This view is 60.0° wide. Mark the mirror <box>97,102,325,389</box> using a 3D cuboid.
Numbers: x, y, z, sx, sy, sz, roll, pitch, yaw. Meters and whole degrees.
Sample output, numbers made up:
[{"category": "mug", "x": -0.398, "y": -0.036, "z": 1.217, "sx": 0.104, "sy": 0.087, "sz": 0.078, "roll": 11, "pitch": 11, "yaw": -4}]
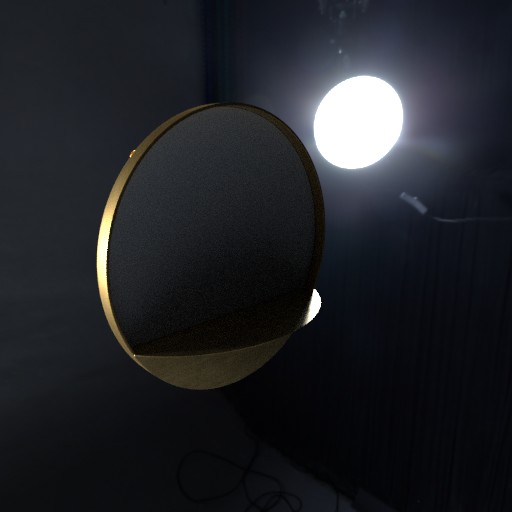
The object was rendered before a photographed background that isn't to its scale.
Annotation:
[{"category": "mirror", "x": 0.000, "y": 0.000, "z": 0.690, "sx": 0.457, "sy": 0.457, "sz": 0.133, "roll": -14, "pitch": 20, "yaw": -43}]
